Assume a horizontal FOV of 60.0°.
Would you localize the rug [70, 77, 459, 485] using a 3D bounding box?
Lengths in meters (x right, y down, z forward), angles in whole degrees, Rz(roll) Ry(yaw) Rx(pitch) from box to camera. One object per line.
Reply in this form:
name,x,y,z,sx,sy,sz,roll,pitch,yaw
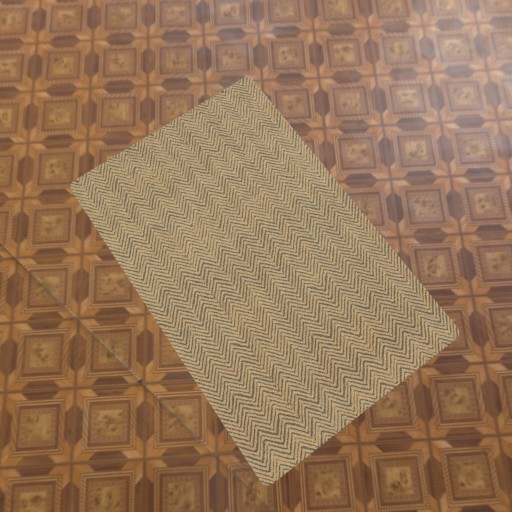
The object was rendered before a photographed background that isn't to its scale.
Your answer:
rug,0.000,0.000,2.192,1.144,0.008,1.752,-34,77,-9
